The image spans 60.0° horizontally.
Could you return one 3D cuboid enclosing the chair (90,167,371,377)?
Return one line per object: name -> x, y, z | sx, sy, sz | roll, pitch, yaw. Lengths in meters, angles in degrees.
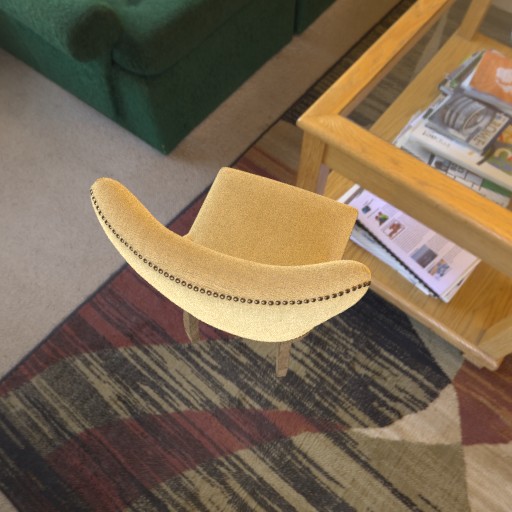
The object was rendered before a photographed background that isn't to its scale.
chair -> 0.000, 0.000, 1.451 | 0.654, 1.002, 0.681 | 19, 65, 9
